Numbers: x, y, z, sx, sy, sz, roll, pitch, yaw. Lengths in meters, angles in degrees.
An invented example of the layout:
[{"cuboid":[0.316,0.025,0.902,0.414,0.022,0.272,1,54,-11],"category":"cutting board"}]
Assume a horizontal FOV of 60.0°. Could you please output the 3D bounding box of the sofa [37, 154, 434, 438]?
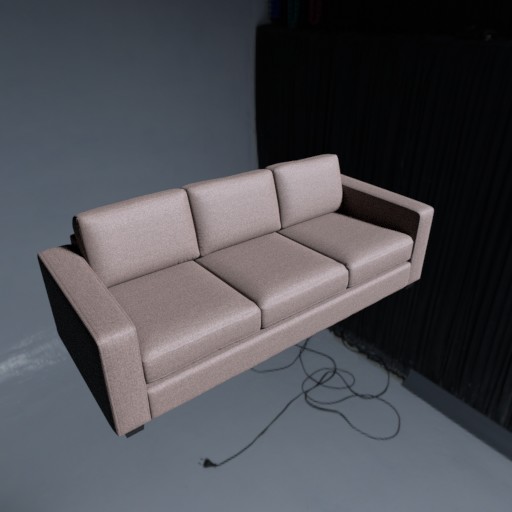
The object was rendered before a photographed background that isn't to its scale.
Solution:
[{"cuboid":[0.000,0.000,2.605,2.160,0.806,0.900,-20,35,-32],"category":"sofa"}]
